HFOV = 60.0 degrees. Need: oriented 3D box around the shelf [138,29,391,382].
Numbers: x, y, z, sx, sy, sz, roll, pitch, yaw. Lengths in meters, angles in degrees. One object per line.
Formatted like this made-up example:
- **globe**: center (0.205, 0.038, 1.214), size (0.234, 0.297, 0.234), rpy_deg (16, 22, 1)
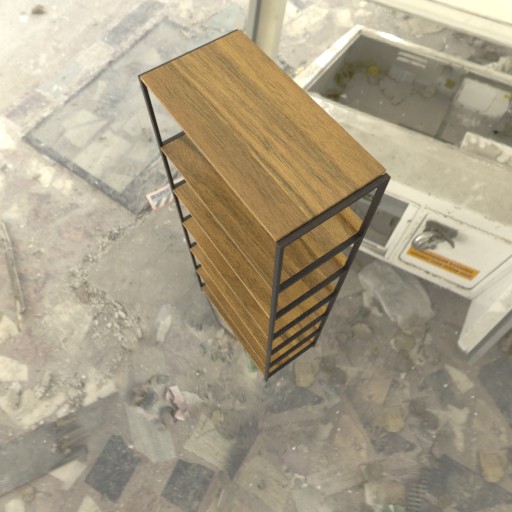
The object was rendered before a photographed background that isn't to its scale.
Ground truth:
- **shelf**: center (0.000, 0.000, 2.364), size (0.431, 2.015, 0.847), rpy_deg (-32, 68, -15)
